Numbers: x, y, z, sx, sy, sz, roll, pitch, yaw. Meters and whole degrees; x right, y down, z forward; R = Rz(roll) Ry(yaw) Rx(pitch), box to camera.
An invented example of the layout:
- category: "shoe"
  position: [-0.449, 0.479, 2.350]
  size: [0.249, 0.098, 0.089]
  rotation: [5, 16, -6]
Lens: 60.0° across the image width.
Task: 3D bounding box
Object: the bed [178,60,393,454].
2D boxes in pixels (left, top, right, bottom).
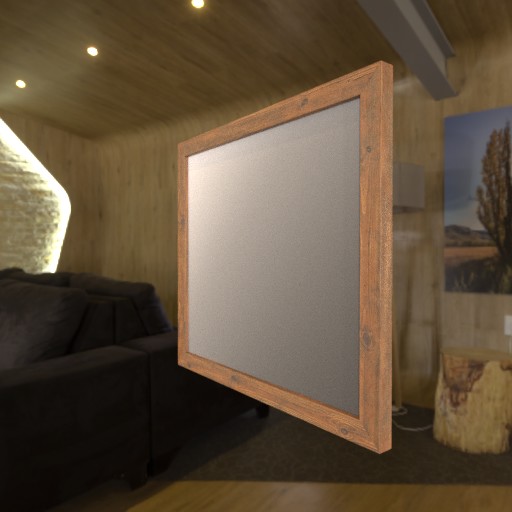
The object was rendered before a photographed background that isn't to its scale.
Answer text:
- category: "bed"
  position: [0.000, 0.000, 1.489]
  size: [0.046, 0.942, 1.046]
  rotation: [-1, 1, -37]
